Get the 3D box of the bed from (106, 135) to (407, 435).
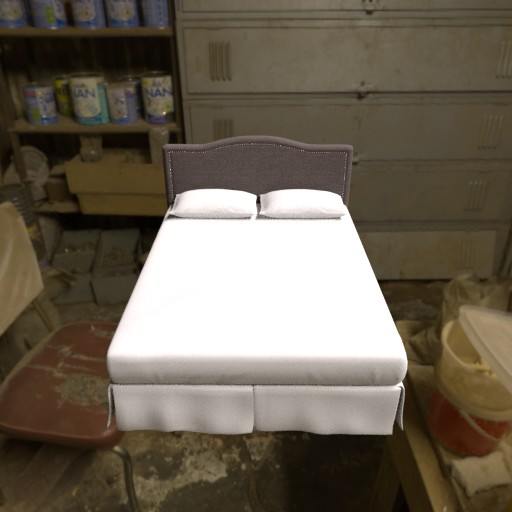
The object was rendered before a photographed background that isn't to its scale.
[{"bbox_3d":[0.000,0.000,3.984,2.161,1.457,2.689,0,30,0],"label":"bed"}]
